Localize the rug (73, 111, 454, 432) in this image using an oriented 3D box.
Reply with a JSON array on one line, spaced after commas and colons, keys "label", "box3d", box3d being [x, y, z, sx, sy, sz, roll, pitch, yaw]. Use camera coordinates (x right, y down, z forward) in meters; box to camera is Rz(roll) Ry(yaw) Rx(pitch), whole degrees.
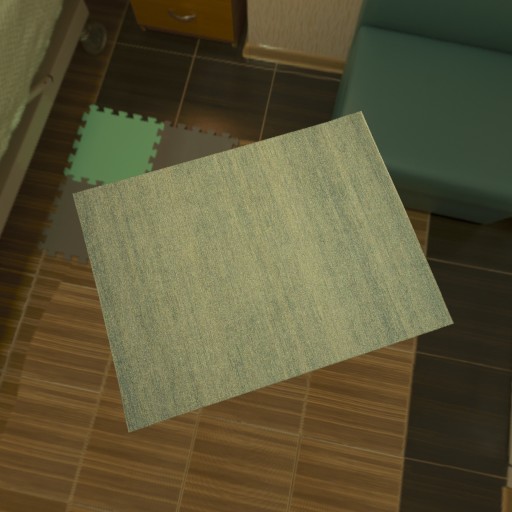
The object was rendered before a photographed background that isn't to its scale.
[{"label": "rug", "box3d": [0.000, 0.000, 4.445, 3.237, 0.046, 2.461, -17, 75, -5]}]
